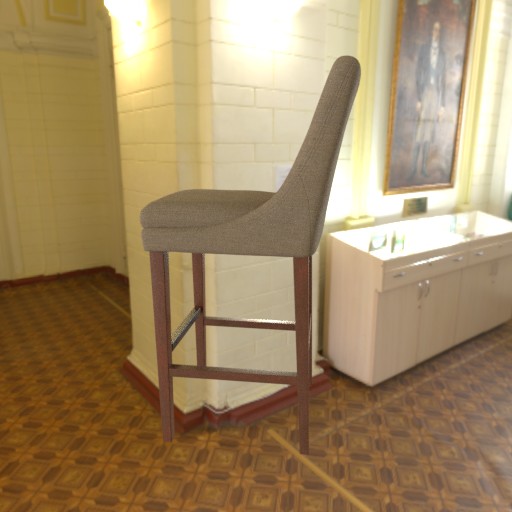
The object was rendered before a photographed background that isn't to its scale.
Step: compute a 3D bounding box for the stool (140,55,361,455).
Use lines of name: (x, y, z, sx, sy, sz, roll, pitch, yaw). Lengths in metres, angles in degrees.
stool: (0.000, 0.000, 1.385, 0.577, 1.078, 0.470, 2, 14, 8)
